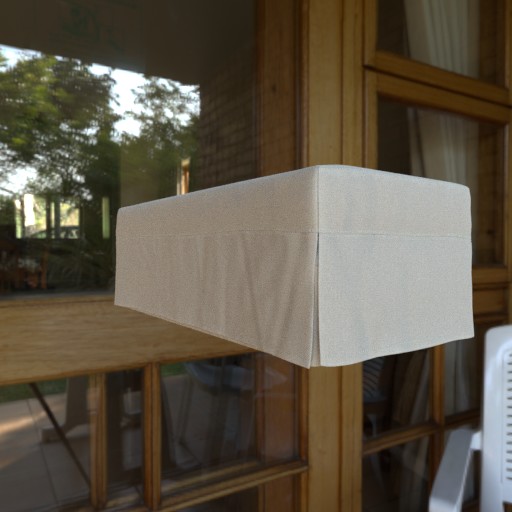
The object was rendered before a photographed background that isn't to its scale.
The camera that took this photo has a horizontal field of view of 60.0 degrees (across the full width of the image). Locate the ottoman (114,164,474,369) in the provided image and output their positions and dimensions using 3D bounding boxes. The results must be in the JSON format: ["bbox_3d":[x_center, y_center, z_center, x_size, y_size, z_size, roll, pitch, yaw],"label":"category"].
[{"bbox_3d":[0.000,0.000,1.671,0.665,0.457,1.388,-1,1,-35],"label":"ottoman"}]
